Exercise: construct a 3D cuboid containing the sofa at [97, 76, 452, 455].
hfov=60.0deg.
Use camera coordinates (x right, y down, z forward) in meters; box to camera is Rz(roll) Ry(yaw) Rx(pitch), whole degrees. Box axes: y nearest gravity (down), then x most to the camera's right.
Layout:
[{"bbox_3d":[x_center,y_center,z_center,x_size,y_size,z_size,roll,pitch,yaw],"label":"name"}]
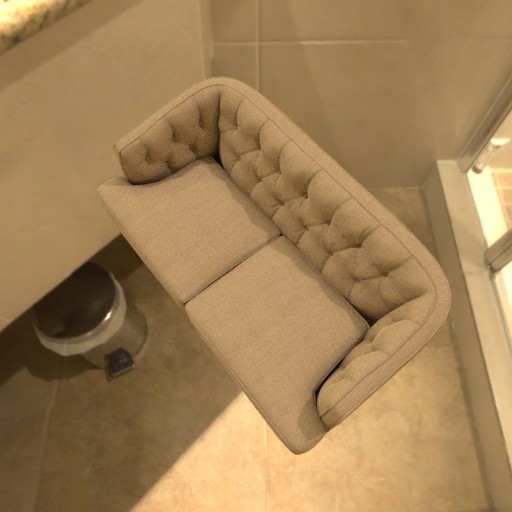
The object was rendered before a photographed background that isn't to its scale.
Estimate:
[{"bbox_3d":[0.000,0.000,2.292,0.941,0.855,1.733,-36,70,-16],"label":"sofa"}]
